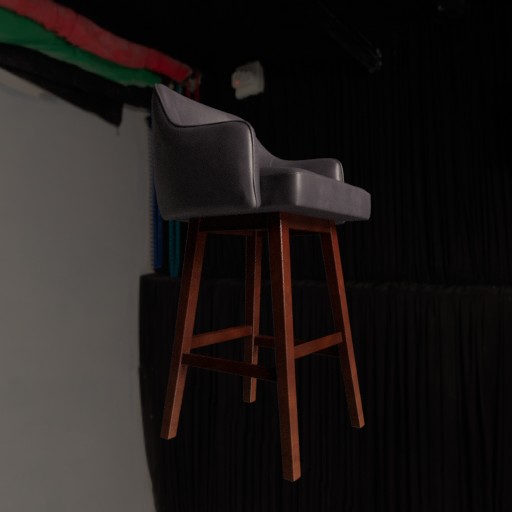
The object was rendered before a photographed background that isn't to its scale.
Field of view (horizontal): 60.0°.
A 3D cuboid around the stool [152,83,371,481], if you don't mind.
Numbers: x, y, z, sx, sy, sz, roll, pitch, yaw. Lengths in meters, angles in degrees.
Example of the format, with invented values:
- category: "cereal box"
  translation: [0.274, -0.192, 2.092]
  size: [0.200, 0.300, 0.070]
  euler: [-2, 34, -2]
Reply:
- category: "stool"
  translation: [0.000, 0.000, 1.334]
  size: [0.560, 1.041, 0.550]
  euler: [0, 0, 35]
